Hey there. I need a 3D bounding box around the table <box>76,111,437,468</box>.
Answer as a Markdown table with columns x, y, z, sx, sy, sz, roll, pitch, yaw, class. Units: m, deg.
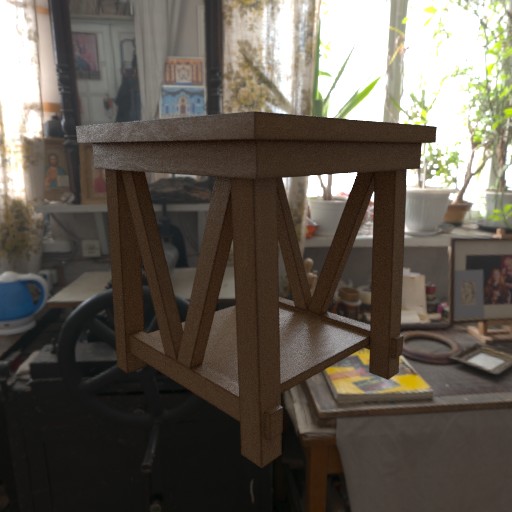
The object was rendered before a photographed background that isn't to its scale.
| x | y | z | sx | sy | sz | roll | pitch | yaw | class |
| --- | --- | --- | --- | --- | --- | --- | --- | --- | --- |
| 0.000 | 0.000 | 1.133 | 0.610 | 0.638 | 0.612 | -13 | 19 | -43 | table |
